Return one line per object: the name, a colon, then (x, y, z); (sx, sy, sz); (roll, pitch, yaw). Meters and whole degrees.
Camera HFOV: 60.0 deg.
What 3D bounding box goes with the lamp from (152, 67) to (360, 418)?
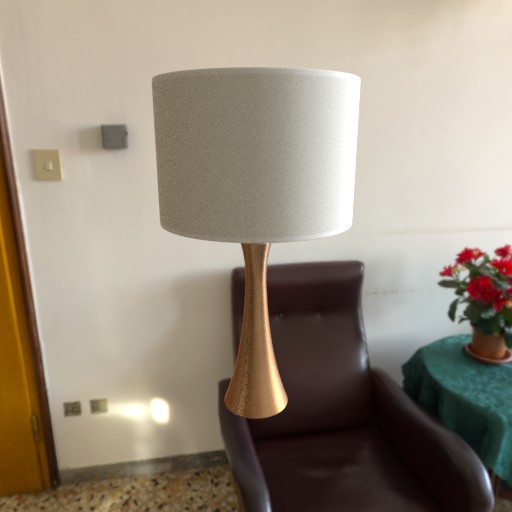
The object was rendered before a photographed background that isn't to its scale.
lamp: (0.000, 0.000, 0.648); (0.268, 0.479, 0.268); (15, 22, 42)
